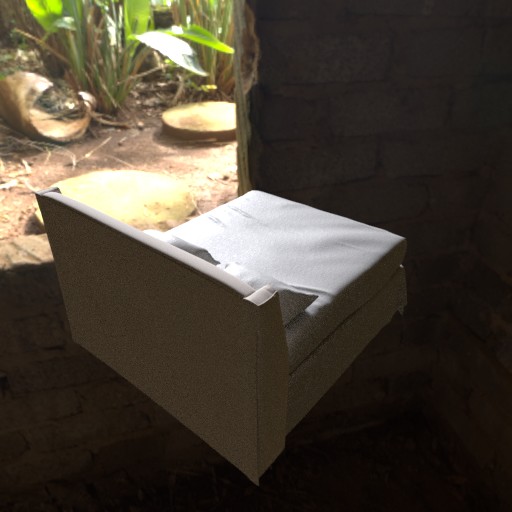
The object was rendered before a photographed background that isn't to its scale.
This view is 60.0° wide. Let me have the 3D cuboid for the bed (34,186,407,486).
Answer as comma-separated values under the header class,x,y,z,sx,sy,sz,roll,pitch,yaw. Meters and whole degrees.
class,x,y,z,sx,sy,sz,roll,pitch,yaw
bed,0.000,0.000,3.434,1.925,1.332,2.276,23,38,33
